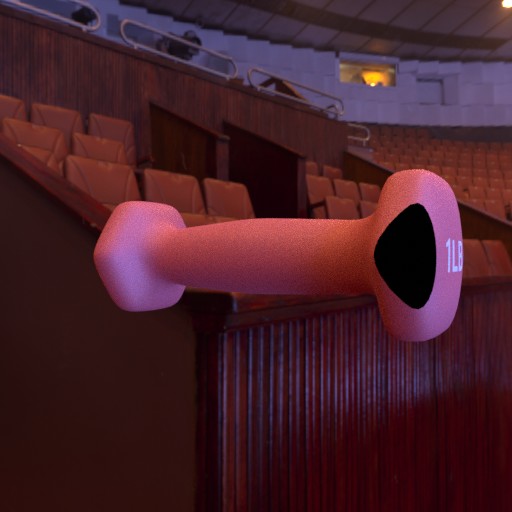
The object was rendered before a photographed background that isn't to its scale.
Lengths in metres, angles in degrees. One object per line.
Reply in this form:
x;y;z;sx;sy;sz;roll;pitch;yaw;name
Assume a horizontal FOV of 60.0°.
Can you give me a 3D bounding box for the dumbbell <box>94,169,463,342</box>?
0.000;0.000;0.147;0.123;0.043;0.047;0;0;35;dumbbell
